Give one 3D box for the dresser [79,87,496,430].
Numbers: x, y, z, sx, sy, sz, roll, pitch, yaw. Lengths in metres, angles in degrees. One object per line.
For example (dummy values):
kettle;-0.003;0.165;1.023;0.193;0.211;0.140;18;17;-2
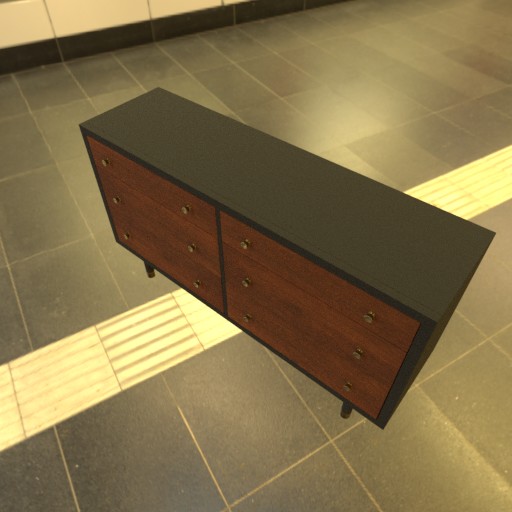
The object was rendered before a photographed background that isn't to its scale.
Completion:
dresser;0.000;0.000;1.913;1.558;0.872;0.463;31;54;26
